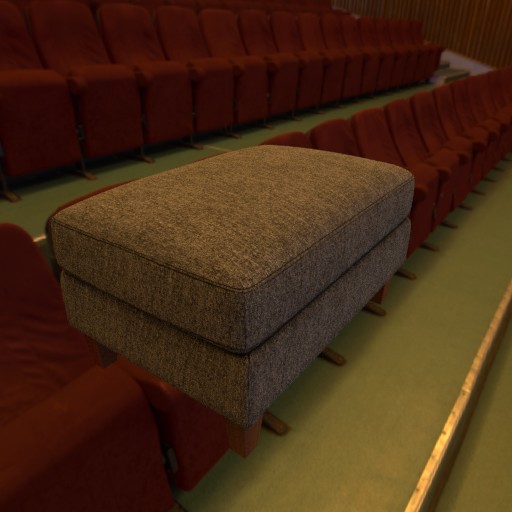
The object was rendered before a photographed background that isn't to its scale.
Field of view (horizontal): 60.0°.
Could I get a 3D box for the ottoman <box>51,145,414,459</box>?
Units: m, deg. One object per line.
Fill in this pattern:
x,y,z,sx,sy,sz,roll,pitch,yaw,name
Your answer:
0.000,0.000,1.224,0.584,0.483,0.864,18,32,32,ottoman
